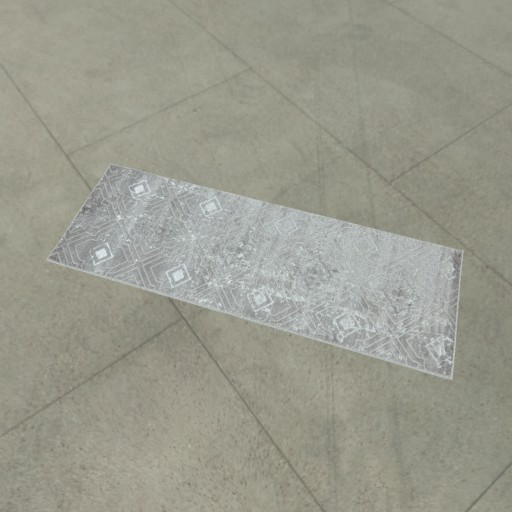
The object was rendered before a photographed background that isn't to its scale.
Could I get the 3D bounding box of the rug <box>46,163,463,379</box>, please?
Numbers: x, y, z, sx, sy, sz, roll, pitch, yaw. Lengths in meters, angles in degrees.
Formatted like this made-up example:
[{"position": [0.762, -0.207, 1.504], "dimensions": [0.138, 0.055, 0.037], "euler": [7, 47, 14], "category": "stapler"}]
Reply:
[{"position": [0.000, 0.000, 2.678], "dimensions": [2.381, 0.035, 0.832], "euler": [15, 59, 9], "category": "rug"}]
